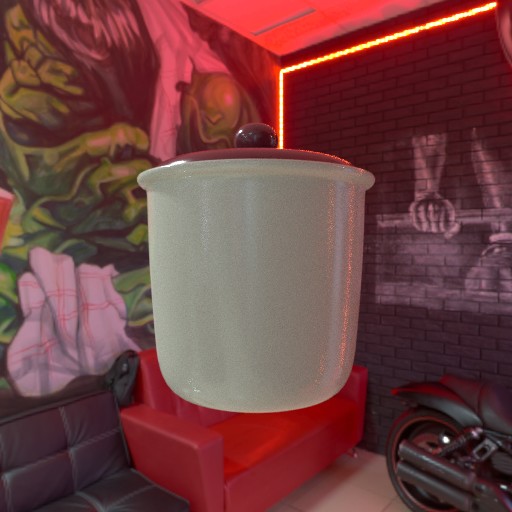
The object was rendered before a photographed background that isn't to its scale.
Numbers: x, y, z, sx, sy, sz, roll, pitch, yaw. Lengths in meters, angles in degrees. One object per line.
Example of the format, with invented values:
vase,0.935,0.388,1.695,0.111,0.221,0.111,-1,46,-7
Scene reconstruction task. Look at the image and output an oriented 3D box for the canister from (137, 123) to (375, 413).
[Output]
canister,0.000,0.000,0.352,0.182,0.208,0.182,0,1,0
